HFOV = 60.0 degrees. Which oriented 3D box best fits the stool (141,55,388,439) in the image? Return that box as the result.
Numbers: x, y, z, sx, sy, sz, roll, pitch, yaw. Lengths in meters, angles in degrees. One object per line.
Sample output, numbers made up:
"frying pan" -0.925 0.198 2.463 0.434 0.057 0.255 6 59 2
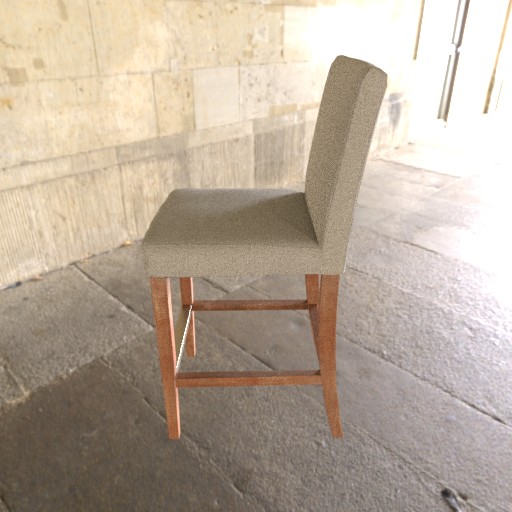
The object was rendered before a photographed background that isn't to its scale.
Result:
"stool" 0.000 0.000 1.336 0.570 1.088 0.439 0 27 0
